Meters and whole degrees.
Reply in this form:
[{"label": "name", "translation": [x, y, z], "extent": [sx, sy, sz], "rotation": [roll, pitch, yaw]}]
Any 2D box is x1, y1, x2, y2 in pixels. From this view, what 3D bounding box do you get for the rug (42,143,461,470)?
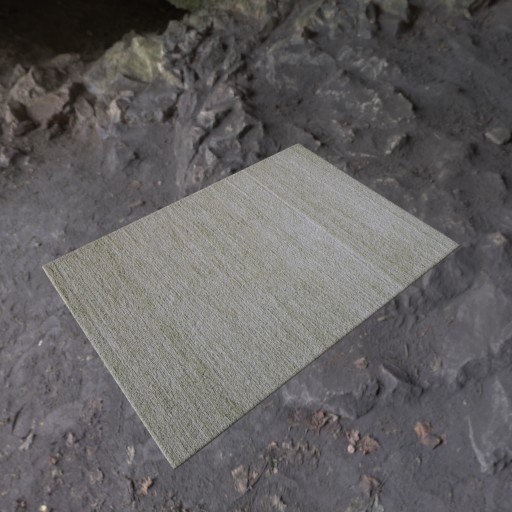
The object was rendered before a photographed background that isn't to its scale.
[{"label": "rug", "translation": [0.000, 0.000, 2.932], "extent": [2.270, 0.017, 1.606], "rotation": [-31, 54, -26]}]
